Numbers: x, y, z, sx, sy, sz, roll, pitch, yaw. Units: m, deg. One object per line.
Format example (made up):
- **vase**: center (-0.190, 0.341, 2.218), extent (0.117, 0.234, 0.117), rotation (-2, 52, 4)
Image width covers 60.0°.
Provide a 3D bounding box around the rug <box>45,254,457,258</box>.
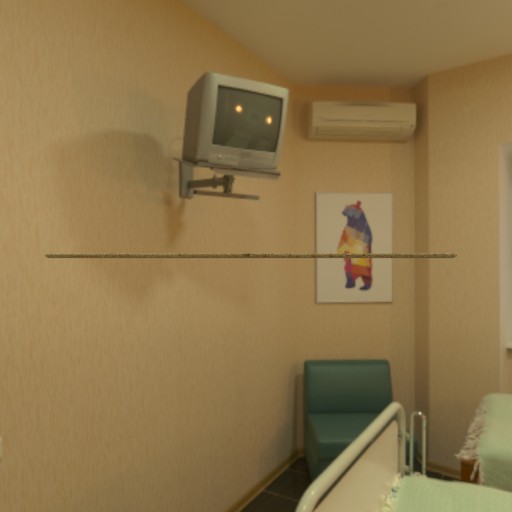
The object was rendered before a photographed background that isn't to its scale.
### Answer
- **rug**: center (0.000, 0.000, 4.040), extent (2.399, 0.026, 3.000), rotation (0, 0, 2)
